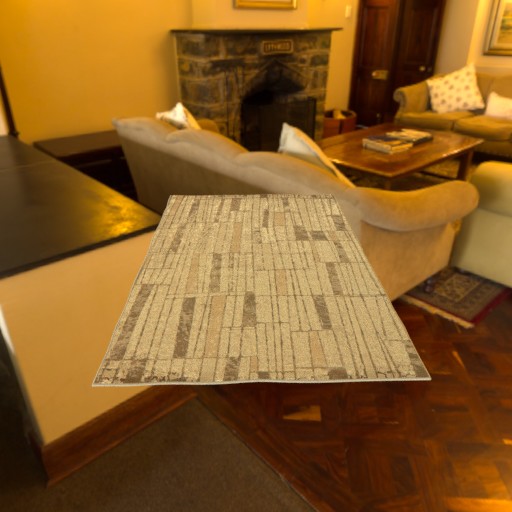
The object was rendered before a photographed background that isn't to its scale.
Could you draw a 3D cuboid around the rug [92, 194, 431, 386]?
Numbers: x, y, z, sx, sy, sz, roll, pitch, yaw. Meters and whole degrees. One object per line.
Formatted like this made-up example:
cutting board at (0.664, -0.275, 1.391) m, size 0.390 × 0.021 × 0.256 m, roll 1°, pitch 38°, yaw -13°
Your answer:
rug at (0.000, 0.000, 3.063) m, size 1.531 × 0.023 × 2.444 m, roll -1°, pitch 28°, yaw -1°
